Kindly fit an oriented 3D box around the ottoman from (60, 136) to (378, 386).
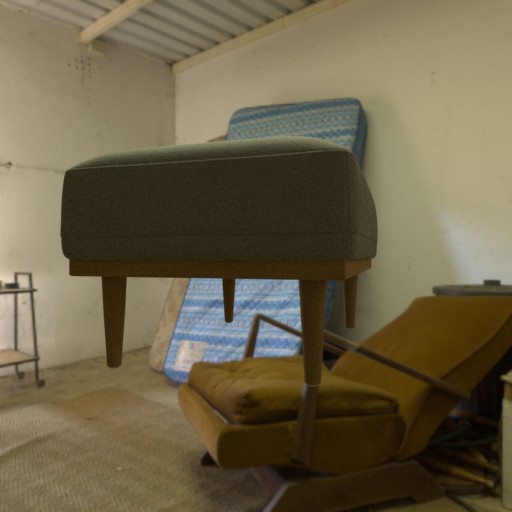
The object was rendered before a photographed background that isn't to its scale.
[{"bbox_3d":[0.000,0.000,1.080,0.549,0.428,0.749,0,0,18],"label":"ottoman"}]
